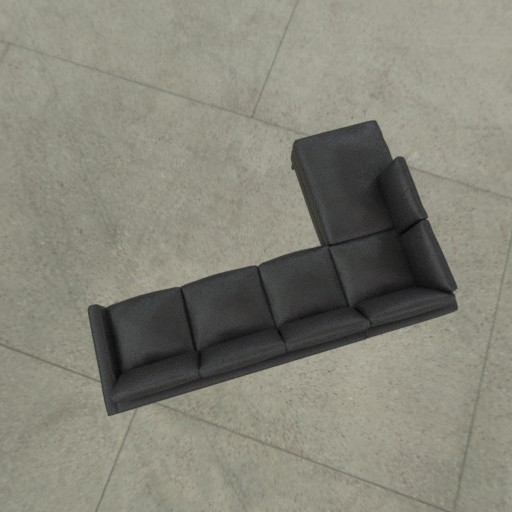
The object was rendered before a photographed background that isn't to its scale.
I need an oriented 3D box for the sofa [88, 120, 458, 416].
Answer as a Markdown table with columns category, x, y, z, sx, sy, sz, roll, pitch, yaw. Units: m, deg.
| category | x | y | z | sx | sy | sz | roll | pitch | yaw |
| --- | --- | --- | --- | --- | --- | --- | --- | --- | --- |
| sofa | 0.000 | 0.000 | 3.974 | 2.984 | 0.877 | 1.938 | -16 | 76 | -4 |
